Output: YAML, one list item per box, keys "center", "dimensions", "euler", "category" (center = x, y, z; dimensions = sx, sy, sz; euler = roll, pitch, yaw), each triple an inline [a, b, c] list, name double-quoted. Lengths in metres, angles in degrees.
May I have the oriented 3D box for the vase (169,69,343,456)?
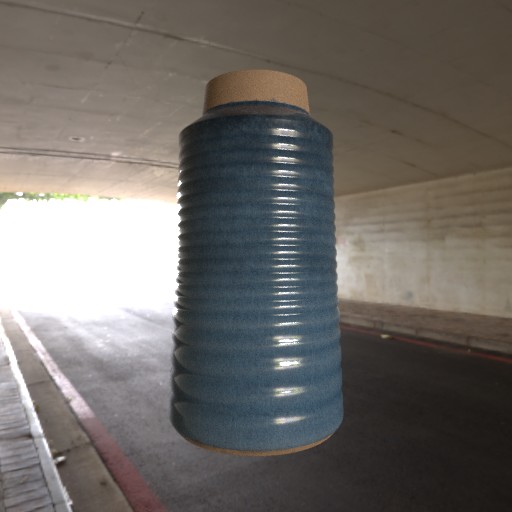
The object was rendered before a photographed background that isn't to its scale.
- center: [0.000, 0.000, 0.422]
  dimensions: [0.163, 0.316, 0.163]
  euler: [0, 0, 0]
  category: "vase"
